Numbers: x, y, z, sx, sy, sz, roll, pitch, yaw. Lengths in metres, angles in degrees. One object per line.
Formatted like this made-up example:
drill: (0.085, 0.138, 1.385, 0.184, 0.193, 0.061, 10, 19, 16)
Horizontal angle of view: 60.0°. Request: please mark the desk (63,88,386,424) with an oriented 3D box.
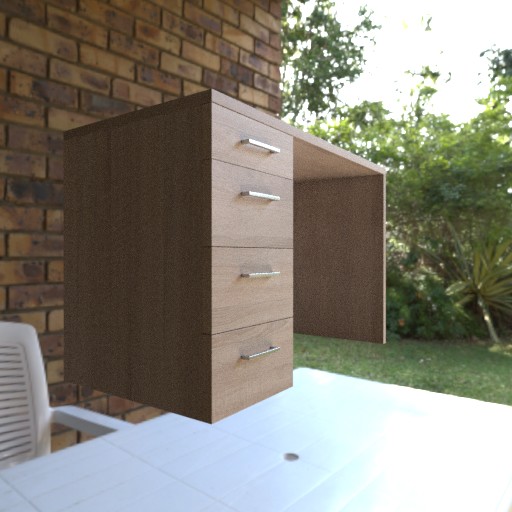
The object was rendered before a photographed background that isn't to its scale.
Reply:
desk: (0.000, 0.000, 1.571, 0.600, 0.731, 1.100, 0, 0, 36)
